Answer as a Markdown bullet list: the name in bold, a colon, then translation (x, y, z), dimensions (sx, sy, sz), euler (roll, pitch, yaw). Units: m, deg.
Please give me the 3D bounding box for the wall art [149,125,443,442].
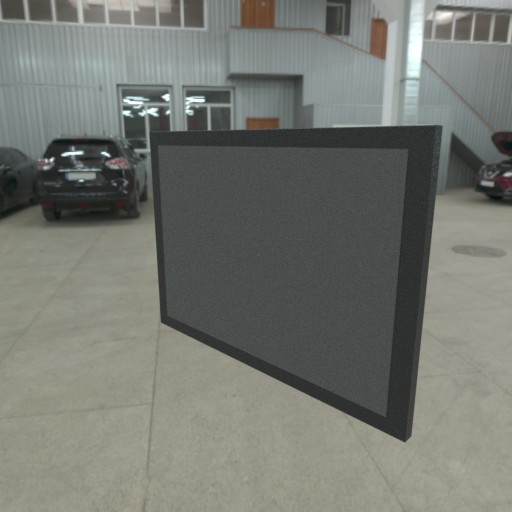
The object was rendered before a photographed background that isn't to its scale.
- **wall art**: translation (0.000, 0.000, 0.557), dimensions (0.432, 0.306, 0.016), euler (14, 20, 43)
